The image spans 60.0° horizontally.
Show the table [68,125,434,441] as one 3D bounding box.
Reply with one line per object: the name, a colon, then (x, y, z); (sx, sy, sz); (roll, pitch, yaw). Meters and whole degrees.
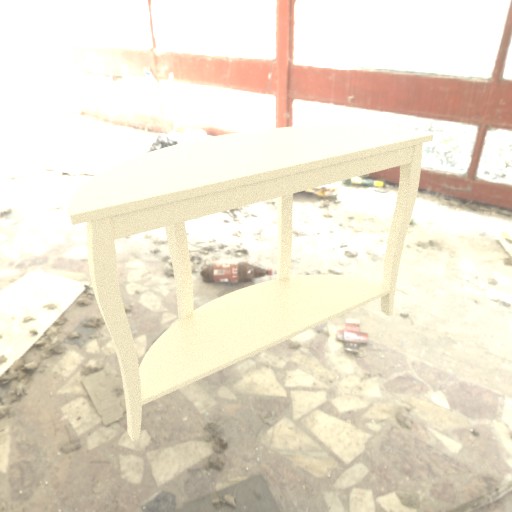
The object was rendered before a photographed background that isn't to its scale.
table: (0.000, 0.000, 1.586); (1.219, 0.780, 0.394); (-18, 35, -28)
